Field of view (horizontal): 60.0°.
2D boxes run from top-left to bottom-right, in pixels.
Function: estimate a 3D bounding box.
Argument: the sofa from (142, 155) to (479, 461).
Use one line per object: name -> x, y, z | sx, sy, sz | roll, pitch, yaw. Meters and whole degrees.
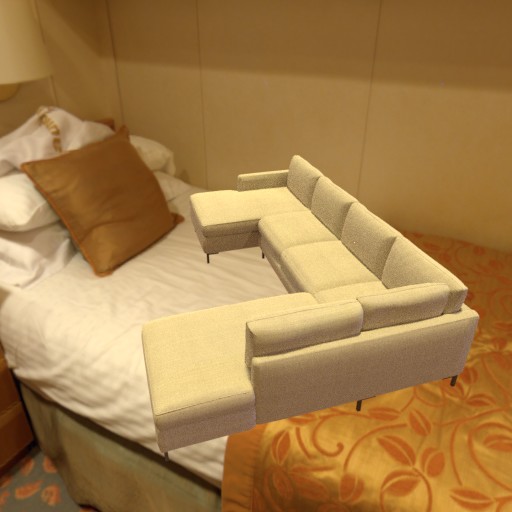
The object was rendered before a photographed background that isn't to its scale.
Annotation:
sofa -> 0.000, 0.000, 3.487 | 1.879, 0.756, 2.737 | -9, 31, -15
